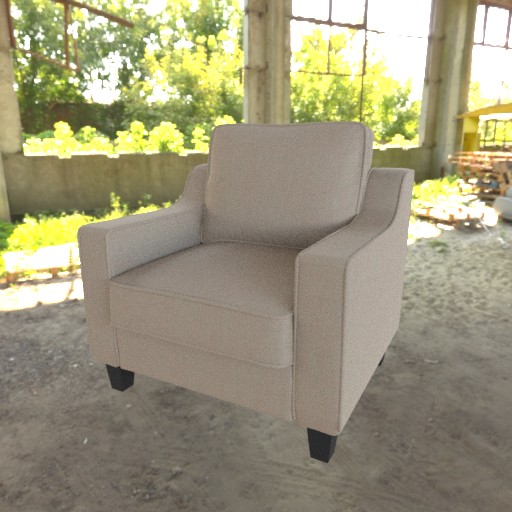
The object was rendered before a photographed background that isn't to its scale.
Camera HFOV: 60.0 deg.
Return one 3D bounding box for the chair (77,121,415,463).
[{"bbox_3d":[0.000,0.000,1.615,0.922,0.948,0.882,8,16,27],"label":"chair"}]
